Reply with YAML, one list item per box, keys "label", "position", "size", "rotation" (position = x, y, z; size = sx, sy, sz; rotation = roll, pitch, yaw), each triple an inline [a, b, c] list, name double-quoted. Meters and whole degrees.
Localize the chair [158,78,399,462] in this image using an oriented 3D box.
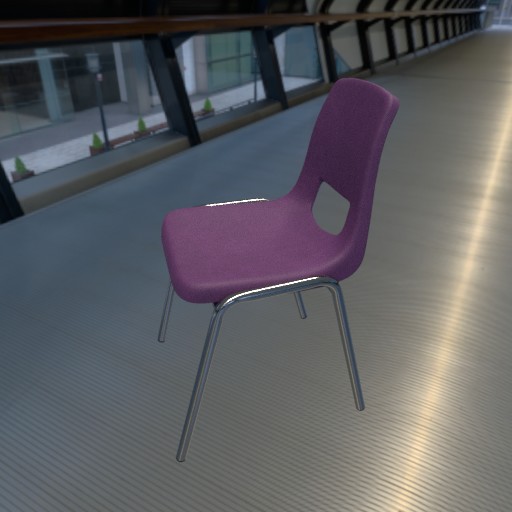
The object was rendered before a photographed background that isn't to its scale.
- label: "chair"
  position: [0.000, 0.000, 0.905]
  size: [0.432, 0.654, 0.381]
  rotation: [-8, 31, -14]
